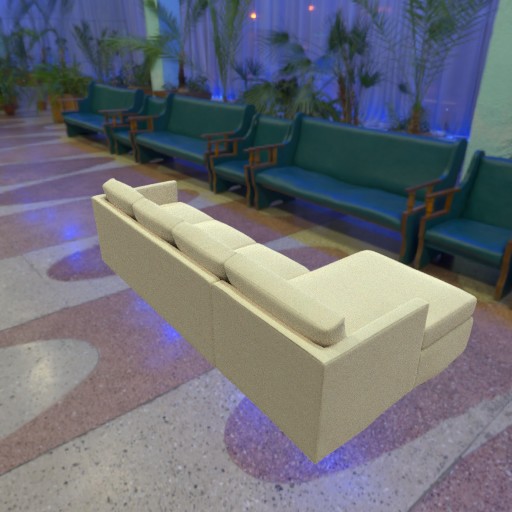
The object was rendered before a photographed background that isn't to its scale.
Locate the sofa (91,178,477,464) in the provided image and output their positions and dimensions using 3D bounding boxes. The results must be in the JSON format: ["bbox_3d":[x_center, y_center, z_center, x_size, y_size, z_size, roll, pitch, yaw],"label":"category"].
[{"bbox_3d":[0.000,0.000,3.834,1.650,0.922,3.205,-20,33,-34],"label":"sofa"}]
